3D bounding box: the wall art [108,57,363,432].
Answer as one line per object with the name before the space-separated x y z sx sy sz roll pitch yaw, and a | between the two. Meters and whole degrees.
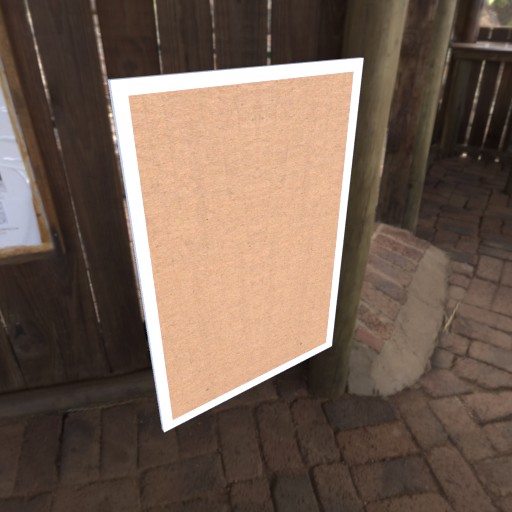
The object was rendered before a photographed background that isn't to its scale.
wall art | 0.000 0.000 1.222 0.660 0.965 0.015 -19 35 -29
